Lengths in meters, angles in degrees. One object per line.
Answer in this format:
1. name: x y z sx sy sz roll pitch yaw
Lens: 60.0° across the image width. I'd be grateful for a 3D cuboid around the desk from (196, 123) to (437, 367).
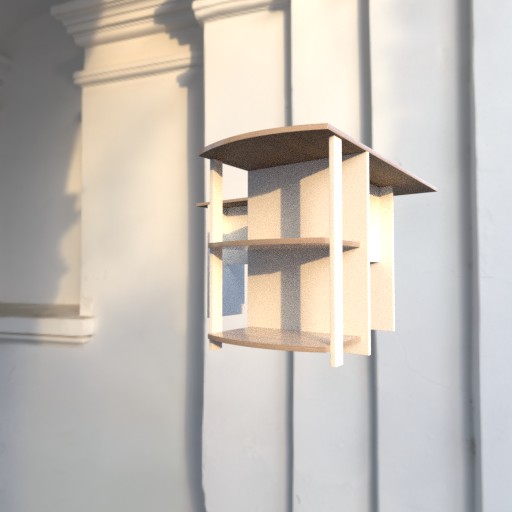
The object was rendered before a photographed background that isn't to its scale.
1. desk: 0.000 0.000 2.141 1.361 0.716 1.303 -1 -2 36
